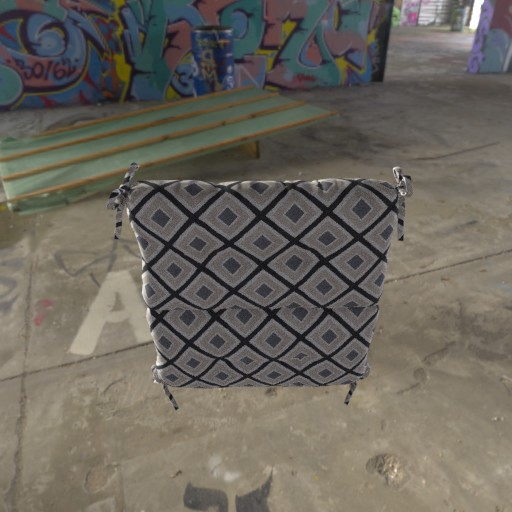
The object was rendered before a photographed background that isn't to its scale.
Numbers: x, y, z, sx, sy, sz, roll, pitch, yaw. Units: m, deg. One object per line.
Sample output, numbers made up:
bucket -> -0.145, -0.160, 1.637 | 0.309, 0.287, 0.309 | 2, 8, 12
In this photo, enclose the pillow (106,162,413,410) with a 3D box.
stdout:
pillow -> 0.000, 0.000, 1.062 | 0.519, 0.605, 0.571 | -1, 31, -1
